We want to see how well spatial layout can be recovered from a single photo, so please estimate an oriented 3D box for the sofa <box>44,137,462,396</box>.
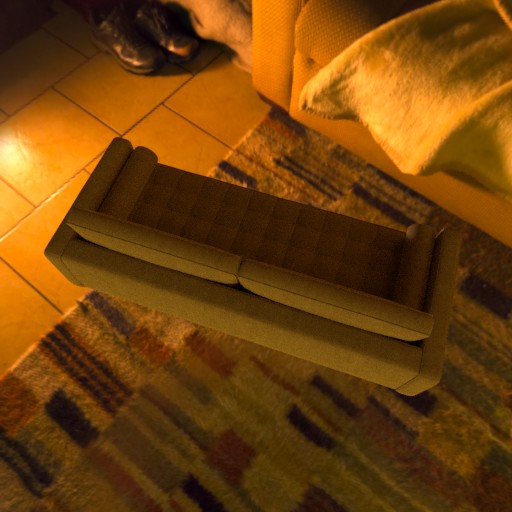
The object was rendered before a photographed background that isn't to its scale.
[{"bbox_3d":[0.000,0.000,2.643,2.200,0.770,0.919,17,65,8],"label":"sofa"}]
